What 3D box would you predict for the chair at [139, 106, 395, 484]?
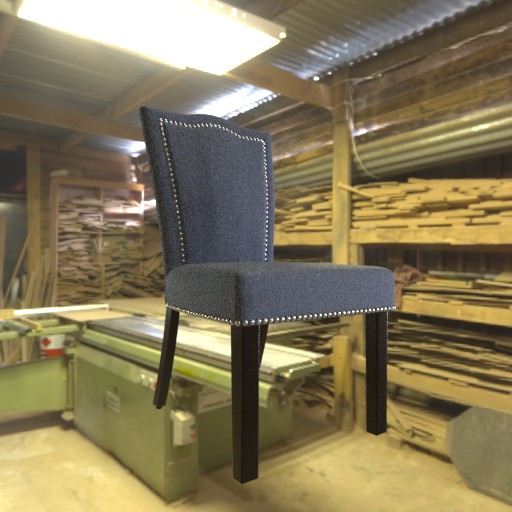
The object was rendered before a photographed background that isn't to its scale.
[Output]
[{"bbox_3d":[0.000,0.000,1.269,0.518,0.946,0.589,1,-1,-36],"label":"chair"}]
